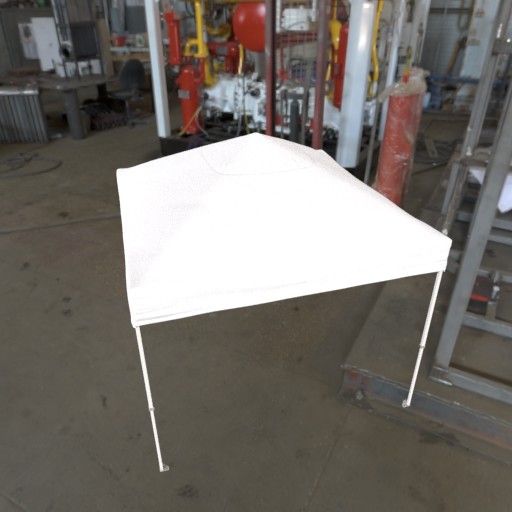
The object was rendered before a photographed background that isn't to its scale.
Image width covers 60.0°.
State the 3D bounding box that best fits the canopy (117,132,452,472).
[{"bbox_3d":[0.000,0.000,5.403,2.998,2.997,2.996,-9,31,-14],"label":"canopy"}]
